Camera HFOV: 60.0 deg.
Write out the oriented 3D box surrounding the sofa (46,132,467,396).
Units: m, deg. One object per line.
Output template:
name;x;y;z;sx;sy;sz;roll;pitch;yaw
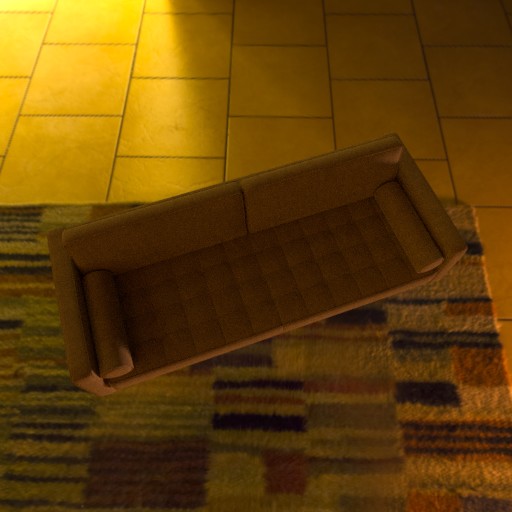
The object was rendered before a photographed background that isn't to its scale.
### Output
sofa;0.000;0.000;2.619;2.200;0.770;0.919;-17;65;-8
